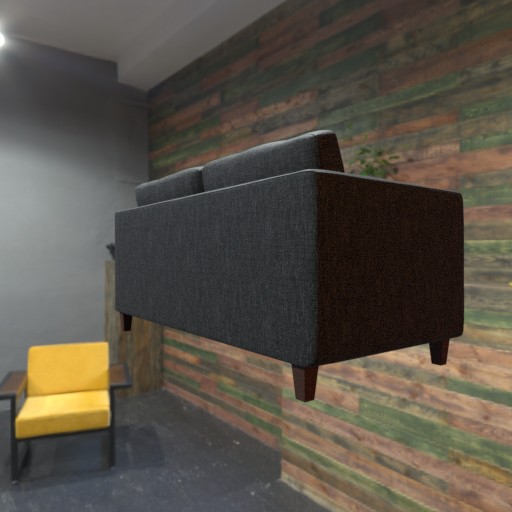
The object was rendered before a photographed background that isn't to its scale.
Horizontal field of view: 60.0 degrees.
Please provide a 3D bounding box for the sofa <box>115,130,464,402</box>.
[{"bbox_3d":[0.000,0.000,2.410,0.950,0.963,1.884,0,0,-37],"label":"sofa"}]
